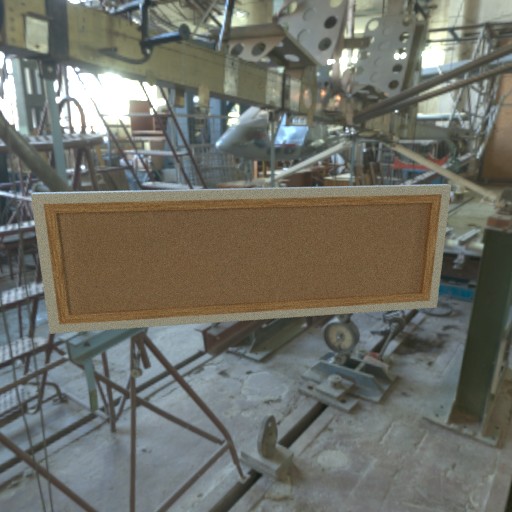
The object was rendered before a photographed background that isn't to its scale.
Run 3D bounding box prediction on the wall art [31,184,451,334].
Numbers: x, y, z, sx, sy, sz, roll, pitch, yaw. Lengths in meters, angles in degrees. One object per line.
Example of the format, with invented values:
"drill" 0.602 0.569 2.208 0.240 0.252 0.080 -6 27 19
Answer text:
"wall art" 0.000 0.000 1.673 1.520 0.507 0.039 -3 16 -9
